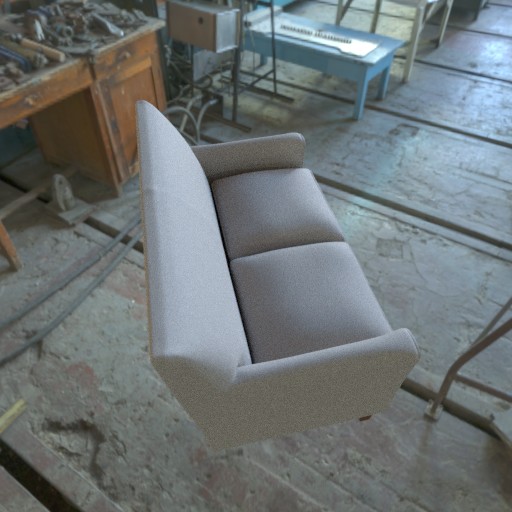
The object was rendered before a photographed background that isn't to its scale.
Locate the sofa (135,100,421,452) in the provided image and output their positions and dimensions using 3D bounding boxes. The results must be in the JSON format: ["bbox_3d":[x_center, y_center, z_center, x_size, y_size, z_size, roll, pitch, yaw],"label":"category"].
[{"bbox_3d":[0.000,0.000,2.031,0.888,0.890,1.482,-9,46,-9],"label":"sofa"}]
